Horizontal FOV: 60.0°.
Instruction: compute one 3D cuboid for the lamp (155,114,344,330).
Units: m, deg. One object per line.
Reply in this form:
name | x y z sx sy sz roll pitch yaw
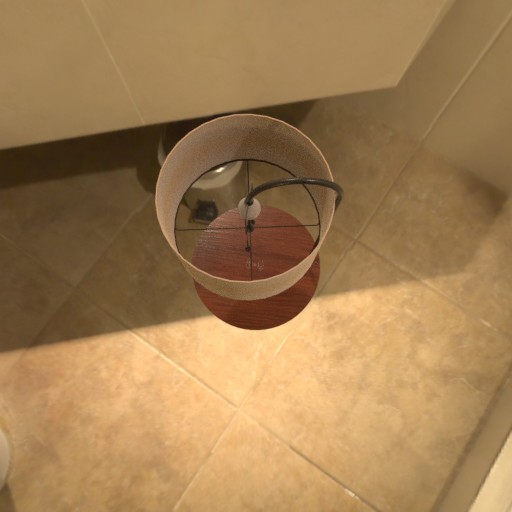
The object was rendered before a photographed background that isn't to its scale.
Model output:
lamp | 0.000 0.000 1.811 0.573 1.517 0.573 0 76 0
